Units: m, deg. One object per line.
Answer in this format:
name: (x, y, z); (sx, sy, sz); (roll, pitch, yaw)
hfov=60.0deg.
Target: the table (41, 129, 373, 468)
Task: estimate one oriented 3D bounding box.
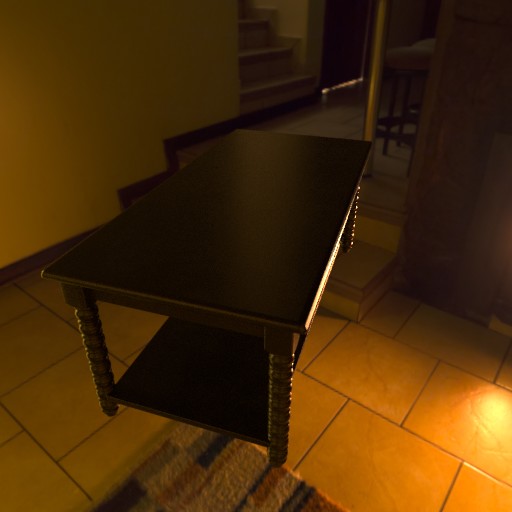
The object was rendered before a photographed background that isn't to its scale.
table: (0.000, 0.000, 1.456); (0.580, 0.487, 1.171); (10, 33, 16)
